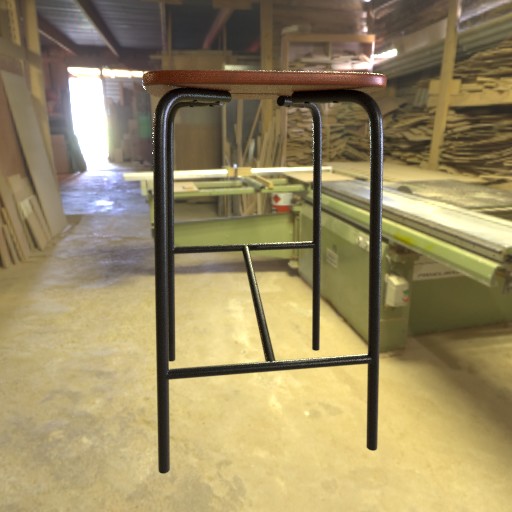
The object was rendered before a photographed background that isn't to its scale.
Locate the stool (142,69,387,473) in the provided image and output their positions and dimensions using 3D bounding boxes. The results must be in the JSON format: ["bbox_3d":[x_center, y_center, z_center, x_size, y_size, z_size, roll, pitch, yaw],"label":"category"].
[{"bbox_3d":[0.000,0.000,0.835,0.376,0.610,0.376,-2,17,-8],"label":"stool"}]
